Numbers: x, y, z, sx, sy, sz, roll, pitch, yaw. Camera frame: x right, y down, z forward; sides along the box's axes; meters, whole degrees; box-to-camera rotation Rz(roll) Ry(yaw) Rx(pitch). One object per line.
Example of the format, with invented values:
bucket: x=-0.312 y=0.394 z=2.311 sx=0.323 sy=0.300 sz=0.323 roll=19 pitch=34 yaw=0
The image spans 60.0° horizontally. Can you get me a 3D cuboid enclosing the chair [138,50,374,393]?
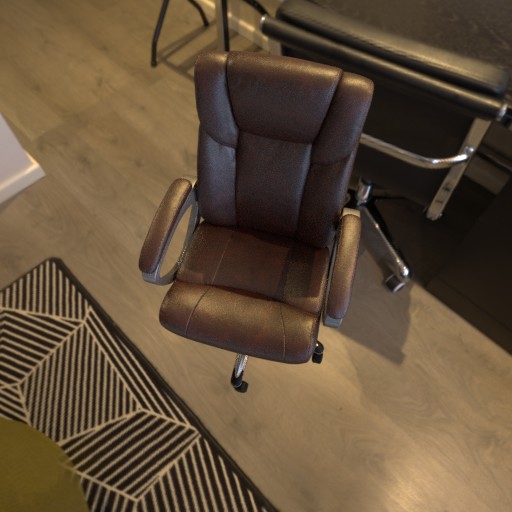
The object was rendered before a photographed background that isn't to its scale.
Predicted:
chair: x=0.000 y=0.000 z=1.542 sx=0.656 sy=1.128 sz=0.692 roll=13 pitch=61 yaw=7
